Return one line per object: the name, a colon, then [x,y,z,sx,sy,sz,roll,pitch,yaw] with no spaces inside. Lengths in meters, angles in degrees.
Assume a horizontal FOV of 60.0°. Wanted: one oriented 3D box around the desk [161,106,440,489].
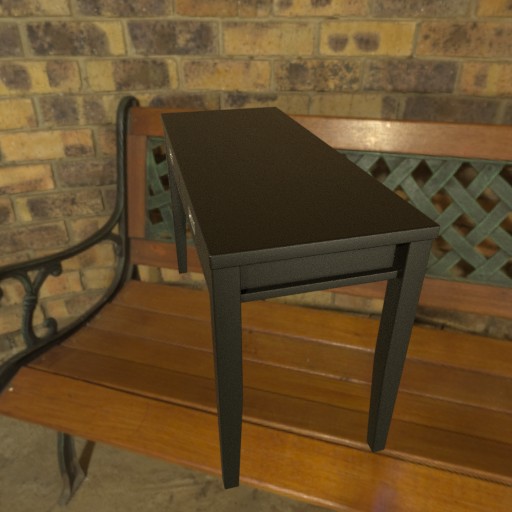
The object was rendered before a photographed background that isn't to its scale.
desk: [0.000,0.000,1.608,0.508,0.775,1.220,-8,31,-13]
